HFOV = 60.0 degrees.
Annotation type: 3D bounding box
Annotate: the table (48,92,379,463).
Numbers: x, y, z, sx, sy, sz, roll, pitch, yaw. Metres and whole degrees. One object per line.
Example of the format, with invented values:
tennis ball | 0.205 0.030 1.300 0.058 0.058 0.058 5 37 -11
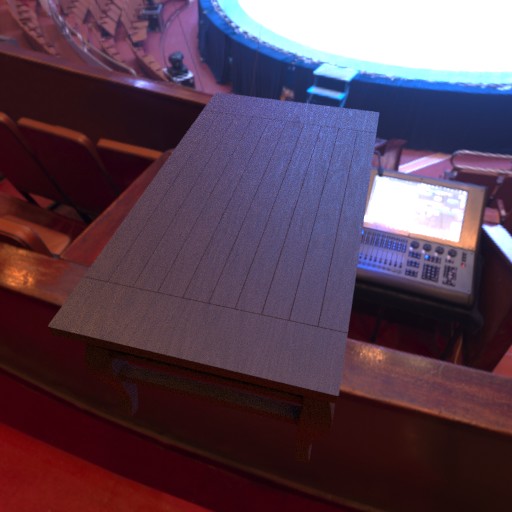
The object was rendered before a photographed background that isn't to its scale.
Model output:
table | 0.000 0.000 1.372 0.600 0.494 1.062 11 47 10
